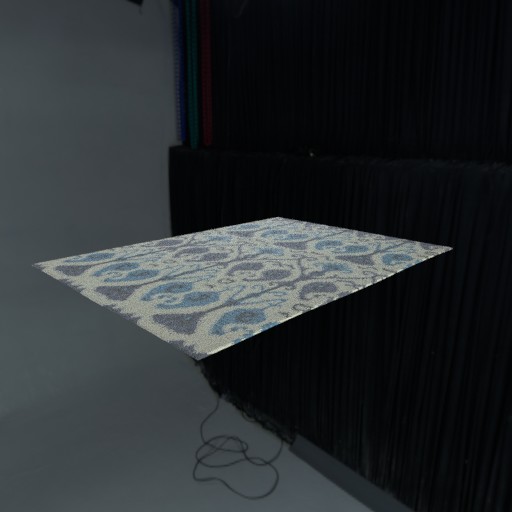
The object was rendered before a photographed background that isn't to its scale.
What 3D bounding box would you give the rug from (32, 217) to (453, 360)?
[{"bbox_3d":[0.000,0.000,2.930,2.261,0.013,1.676,-15,21,-43],"label":"rug"}]
